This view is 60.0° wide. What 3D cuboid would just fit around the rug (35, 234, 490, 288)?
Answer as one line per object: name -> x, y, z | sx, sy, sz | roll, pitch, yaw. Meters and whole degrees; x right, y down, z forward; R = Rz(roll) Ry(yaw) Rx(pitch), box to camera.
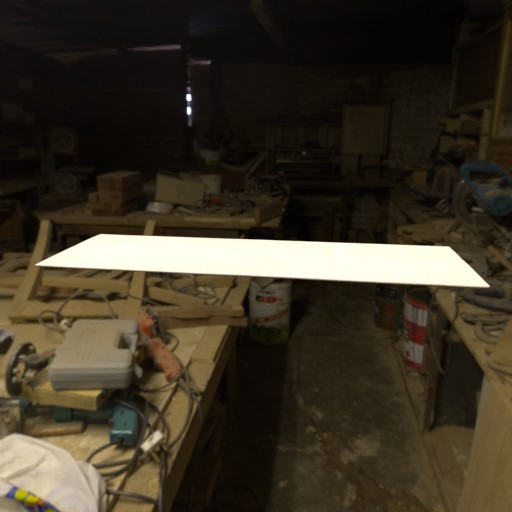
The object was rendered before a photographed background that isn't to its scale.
rug -> 0.000, 0.000, 2.710 | 2.450, 0.014, 0.793 | 2, 16, 8
